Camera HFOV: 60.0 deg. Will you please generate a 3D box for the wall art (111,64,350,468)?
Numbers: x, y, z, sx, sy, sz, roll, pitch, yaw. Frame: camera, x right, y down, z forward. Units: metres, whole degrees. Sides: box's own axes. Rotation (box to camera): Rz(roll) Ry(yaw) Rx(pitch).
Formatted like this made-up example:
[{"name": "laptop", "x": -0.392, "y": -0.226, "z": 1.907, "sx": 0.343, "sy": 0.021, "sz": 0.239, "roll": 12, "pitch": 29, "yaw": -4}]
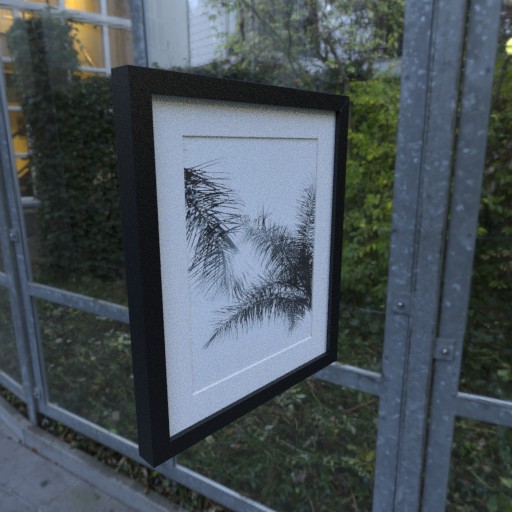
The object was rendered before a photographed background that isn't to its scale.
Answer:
[{"name": "wall art", "x": 0.000, "y": 0.000, "z": 0.525, "sx": 0.028, "sy": 0.380, "sz": 0.325, "roll": 13, "pitch": 19, "yaw": 43}]
